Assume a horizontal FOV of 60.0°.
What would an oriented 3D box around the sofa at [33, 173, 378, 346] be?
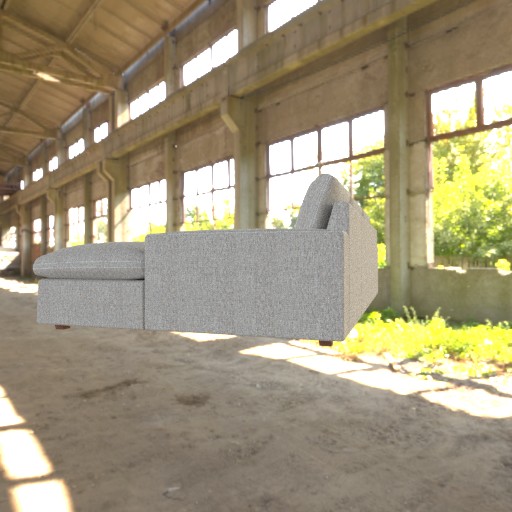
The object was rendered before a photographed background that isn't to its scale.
[{"bbox_3d":[0.000,0.000,3.440,1.689,0.813,2.718,0,0,18],"label":"sofa"}]
